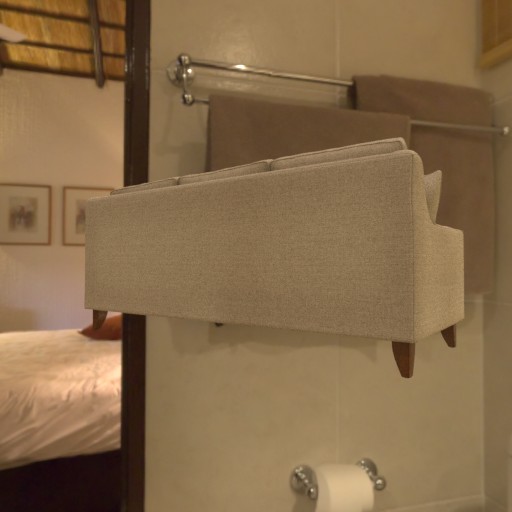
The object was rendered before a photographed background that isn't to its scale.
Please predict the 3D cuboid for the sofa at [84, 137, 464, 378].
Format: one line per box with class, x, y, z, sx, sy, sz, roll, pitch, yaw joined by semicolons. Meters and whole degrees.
sofa;0.000;0.000;2.485;2.031;0.914;0.865;-1;-1;37
